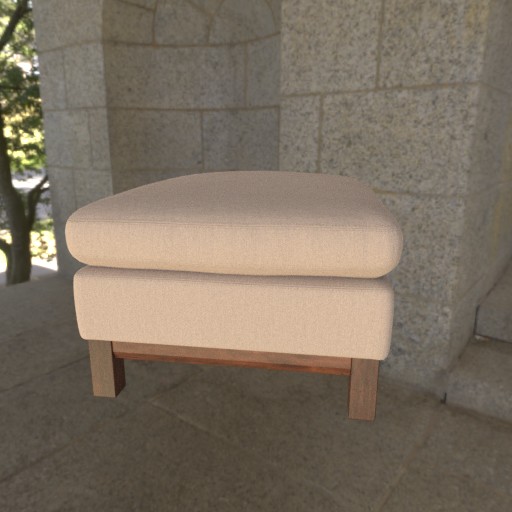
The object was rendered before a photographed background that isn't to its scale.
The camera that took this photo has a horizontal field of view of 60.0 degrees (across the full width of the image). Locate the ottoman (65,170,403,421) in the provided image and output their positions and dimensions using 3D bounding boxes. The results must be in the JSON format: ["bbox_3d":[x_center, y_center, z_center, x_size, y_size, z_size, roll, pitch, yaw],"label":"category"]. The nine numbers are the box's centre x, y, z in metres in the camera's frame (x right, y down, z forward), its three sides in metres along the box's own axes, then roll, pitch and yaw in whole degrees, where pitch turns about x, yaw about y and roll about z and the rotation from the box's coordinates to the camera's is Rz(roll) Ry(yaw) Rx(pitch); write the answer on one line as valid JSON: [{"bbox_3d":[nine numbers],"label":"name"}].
[{"bbox_3d":[0.000,0.000,1.133,0.606,0.420,0.771,2,15,8],"label":"ottoman"}]
